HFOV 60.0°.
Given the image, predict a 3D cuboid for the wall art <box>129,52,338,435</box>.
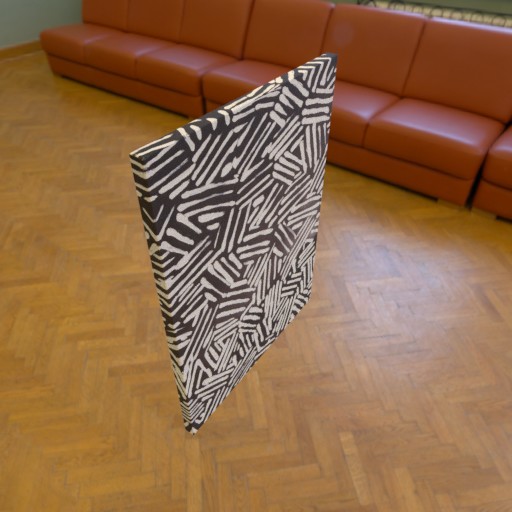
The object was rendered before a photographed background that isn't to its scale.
[{"bbox_3d":[0.000,0.000,1.381,0.038,1.017,0.765,25,47,26],"label":"wall art"}]
